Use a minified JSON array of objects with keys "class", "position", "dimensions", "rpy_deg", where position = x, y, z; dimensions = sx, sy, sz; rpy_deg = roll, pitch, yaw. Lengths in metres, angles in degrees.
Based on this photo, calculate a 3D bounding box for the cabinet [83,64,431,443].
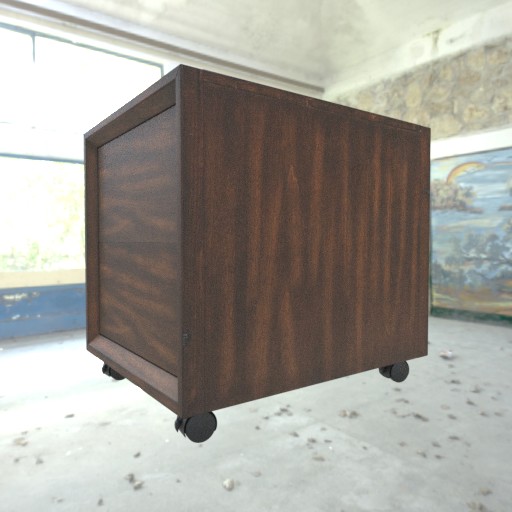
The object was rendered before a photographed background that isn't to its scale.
[{"class":"cabinet","position":[0.000,0.000,0.815],"dimensions":[0.500,0.455,0.402],"rpy_deg":[-1,2,-36]}]
